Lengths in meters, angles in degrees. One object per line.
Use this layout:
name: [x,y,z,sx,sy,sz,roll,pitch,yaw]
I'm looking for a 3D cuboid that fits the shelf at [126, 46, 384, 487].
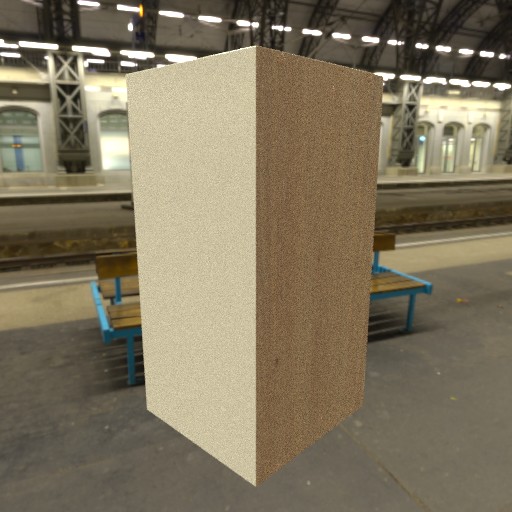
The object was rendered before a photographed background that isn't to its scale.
shelf: [0.000,0.000,0.777,0.290,0.594,0.297,13,18,42]
